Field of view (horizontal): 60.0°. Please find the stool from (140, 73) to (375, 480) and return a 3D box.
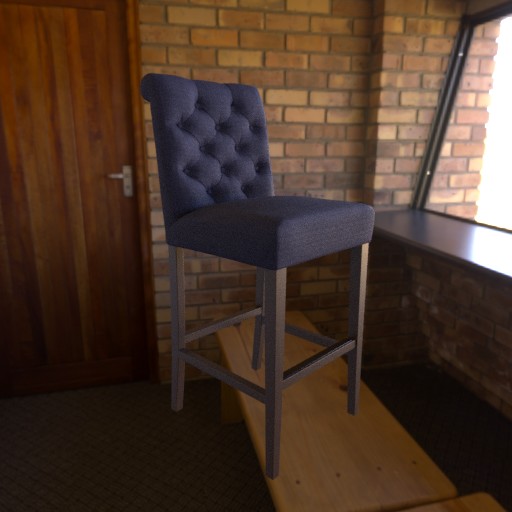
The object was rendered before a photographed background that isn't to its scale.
[{"bbox_3d":[0.000,0.000,1.470,0.601,1.140,0.493,13,19,42],"label":"stool"}]
